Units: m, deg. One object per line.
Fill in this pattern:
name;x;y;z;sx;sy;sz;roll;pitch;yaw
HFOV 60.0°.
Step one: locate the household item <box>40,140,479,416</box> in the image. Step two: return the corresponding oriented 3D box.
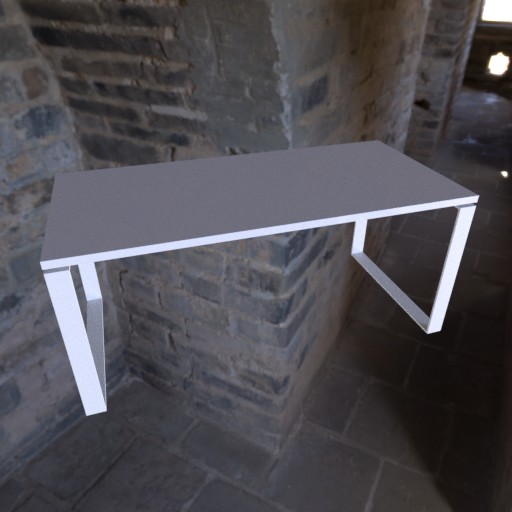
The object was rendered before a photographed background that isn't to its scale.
household item;0.000;0.000;2.150;1.700;0.745;0.800;-10;33;-15
